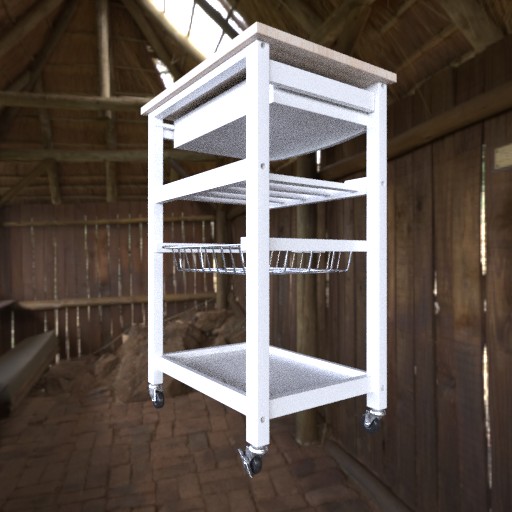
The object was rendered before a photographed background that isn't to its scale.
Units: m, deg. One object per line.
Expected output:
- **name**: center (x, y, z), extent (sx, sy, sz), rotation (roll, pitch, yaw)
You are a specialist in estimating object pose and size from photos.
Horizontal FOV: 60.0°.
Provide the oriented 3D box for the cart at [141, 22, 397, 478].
- **cart**: center (0.000, 0.000, 1.162), extent (0.406, 0.857, 0.578), rotation (0, 0, -35)
